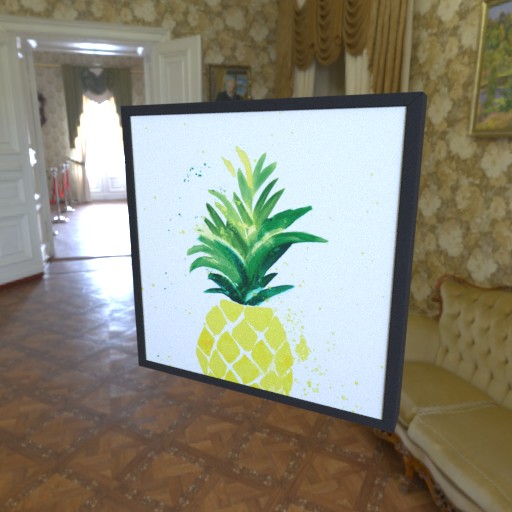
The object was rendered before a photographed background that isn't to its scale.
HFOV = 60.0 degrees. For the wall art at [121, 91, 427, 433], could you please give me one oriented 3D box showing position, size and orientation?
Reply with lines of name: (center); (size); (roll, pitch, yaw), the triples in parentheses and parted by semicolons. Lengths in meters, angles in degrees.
wall art: (0.000, 0.000, 0.460); (0.305, 0.304, 0.033); (7, 15, 25)
